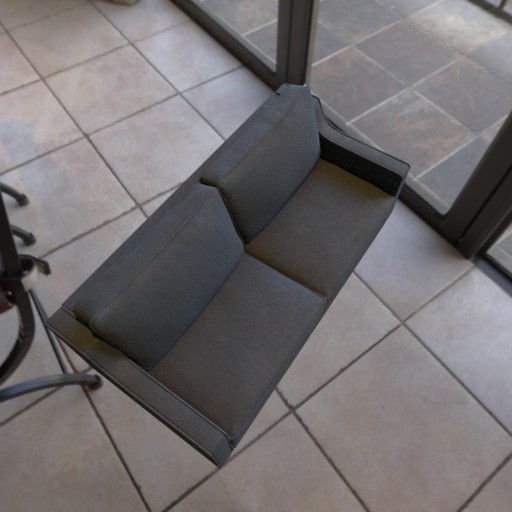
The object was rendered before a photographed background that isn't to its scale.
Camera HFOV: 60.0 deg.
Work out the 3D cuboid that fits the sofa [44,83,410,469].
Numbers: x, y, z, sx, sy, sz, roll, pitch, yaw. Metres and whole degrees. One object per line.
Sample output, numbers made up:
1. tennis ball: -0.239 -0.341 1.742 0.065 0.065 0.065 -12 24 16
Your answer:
1. sofa: 0.000 0.000 2.787 1.066 1.071 2.178 31 64 17
